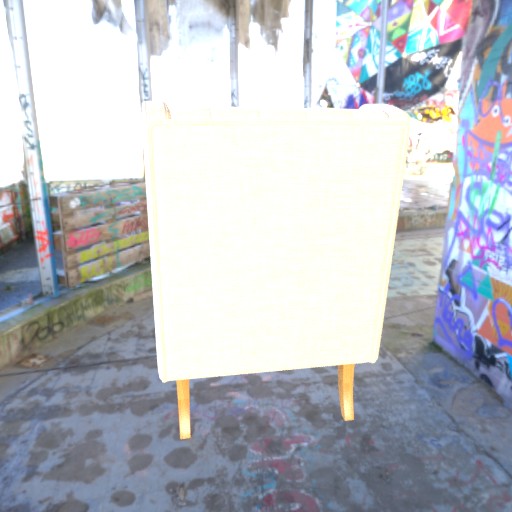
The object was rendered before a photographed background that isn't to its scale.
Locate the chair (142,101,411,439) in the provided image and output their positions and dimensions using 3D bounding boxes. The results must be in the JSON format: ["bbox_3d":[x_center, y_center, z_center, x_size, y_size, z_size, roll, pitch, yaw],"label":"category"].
[{"bbox_3d":[0.000,0.000,1.459,0.710,0.930,0.760,-3,15,-10],"label":"chair"}]
